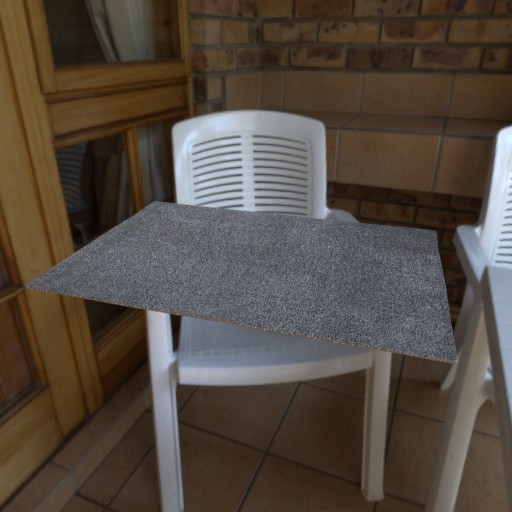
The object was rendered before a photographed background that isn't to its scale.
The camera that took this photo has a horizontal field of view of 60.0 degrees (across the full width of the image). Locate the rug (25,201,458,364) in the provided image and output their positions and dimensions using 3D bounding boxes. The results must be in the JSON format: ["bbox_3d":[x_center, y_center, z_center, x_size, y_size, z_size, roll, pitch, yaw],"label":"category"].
[{"bbox_3d":[0.000,0.000,3.395,2.699,0.026,1.802,7,27,15],"label":"rug"}]
